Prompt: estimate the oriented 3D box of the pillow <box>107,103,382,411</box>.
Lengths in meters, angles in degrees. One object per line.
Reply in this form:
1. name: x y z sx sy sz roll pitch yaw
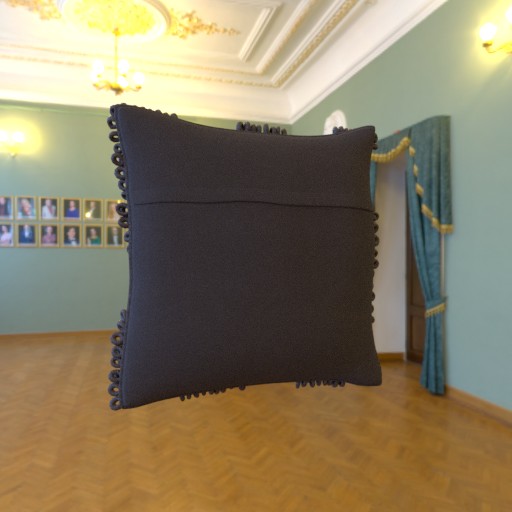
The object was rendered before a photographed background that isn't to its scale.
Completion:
1. pillow: 0.000 0.000 0.737 0.470 0.467 0.172 0 0 -18
